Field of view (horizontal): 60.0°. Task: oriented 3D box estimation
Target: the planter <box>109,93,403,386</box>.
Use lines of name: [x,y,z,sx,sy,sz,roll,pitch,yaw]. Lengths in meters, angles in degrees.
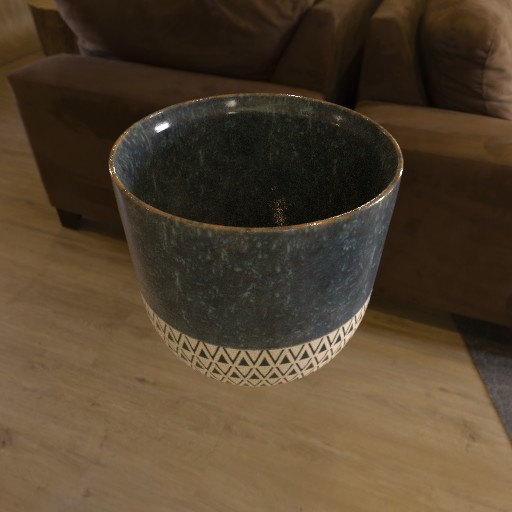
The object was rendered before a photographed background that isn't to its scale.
planter: [0.000,0.000,0.498,0.266,0.270,0.266,0,40,0]
